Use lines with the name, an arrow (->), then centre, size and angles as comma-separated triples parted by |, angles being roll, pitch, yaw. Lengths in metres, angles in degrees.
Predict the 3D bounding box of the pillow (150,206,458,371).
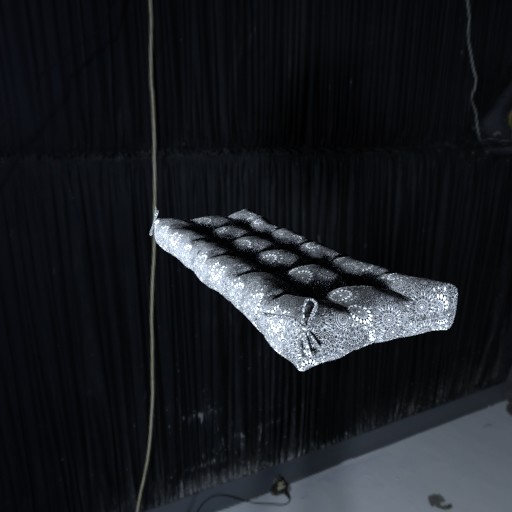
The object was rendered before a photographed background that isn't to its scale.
pillow -> 0.000, 0.000, 1.411 | 0.511, 0.174, 1.194 | -8, 18, -26
